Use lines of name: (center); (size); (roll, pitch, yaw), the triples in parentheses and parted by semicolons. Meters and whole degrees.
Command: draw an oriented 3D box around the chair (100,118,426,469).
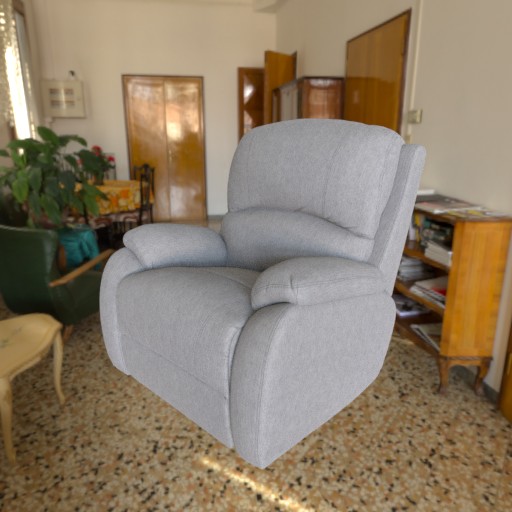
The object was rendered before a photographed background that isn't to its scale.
chair: (0.000, 0.000, 1.686); (0.930, 1.011, 0.899); (15, 21, 42)
